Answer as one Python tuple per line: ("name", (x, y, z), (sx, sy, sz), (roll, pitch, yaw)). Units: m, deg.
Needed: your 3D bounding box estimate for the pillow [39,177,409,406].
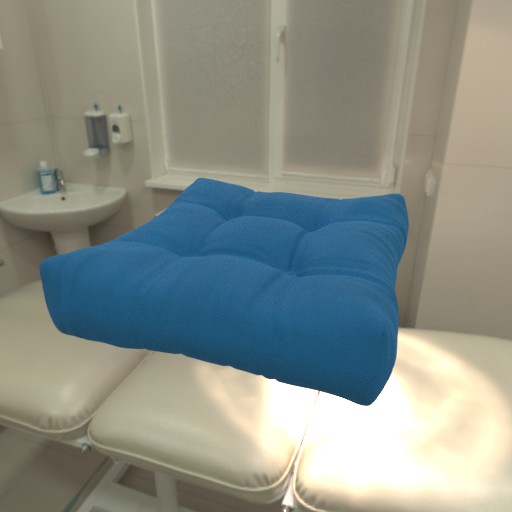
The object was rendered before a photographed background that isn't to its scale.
("pillow", (0.000, 0.000, 0.732), (0.468, 0.128, 0.490), (8, 26, 17))
